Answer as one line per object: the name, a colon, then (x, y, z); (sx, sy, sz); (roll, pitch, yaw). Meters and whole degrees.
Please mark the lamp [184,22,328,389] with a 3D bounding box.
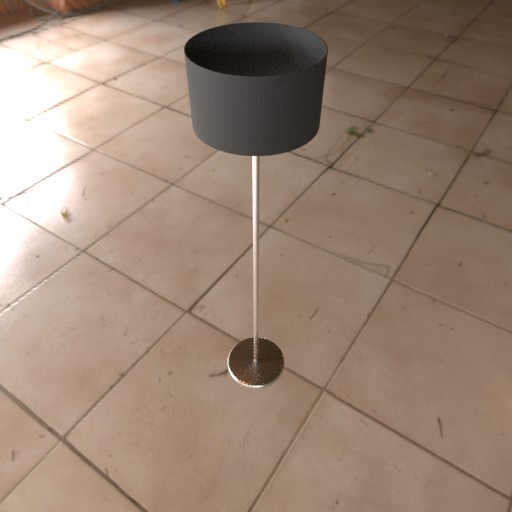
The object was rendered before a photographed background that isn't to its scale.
lamp: (0.000, 0.000, 1.588); (0.348, 1.443, 0.348); (25, 50, 23)
